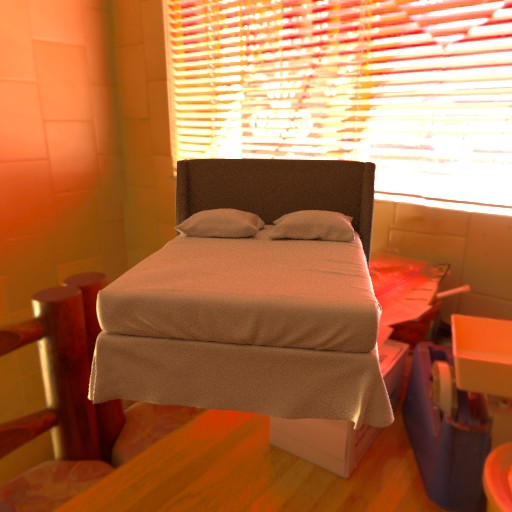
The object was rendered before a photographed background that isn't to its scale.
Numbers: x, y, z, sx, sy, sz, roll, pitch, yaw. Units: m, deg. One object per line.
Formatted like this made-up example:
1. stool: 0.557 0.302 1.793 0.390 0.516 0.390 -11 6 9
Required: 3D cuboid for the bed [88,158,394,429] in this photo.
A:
1. bed: 0.000 0.000 3.439 1.925 1.332 2.276 3 17 9
